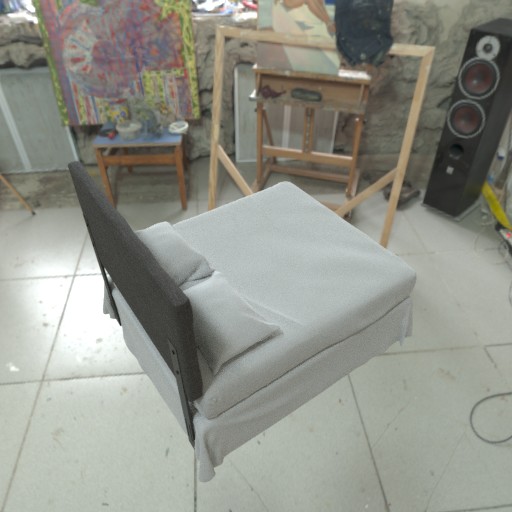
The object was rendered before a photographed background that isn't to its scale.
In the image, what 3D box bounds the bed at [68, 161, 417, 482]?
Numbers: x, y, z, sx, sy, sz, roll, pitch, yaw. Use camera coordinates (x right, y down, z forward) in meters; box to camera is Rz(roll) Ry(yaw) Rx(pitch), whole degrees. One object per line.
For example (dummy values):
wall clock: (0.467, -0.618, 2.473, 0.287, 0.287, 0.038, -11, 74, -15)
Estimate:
bed: (0.000, 0.000, 3.503, 2.222, 1.577, 1.936, -25, 47, -25)
